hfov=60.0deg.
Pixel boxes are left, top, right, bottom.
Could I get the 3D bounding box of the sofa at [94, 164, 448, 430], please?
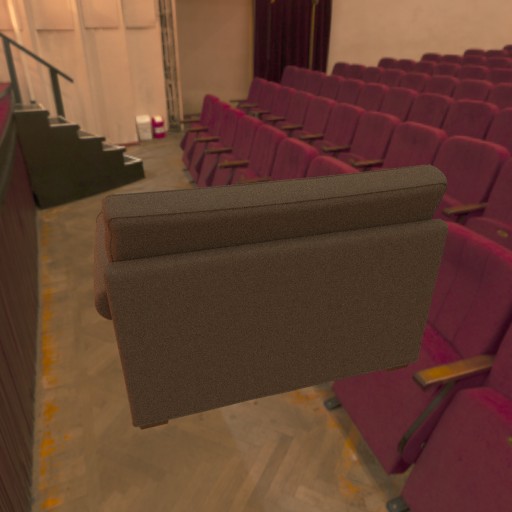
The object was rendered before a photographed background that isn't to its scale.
[{"bbox_3d":[0.000,0.000,2.064,1.410,0.953,0.940,-8,28,-16],"label":"sofa"}]
